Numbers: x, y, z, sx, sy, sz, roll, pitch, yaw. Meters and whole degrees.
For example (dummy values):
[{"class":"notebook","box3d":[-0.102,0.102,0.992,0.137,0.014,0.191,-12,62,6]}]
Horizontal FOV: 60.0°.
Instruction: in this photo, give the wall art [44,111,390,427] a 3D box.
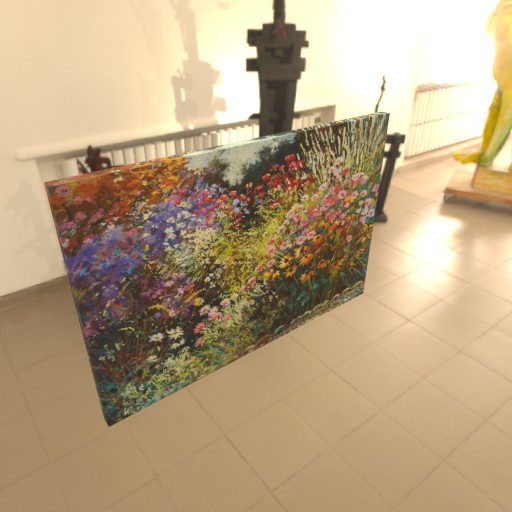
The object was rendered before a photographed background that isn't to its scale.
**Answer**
[{"class":"wall art","box3d":[0.000,0.000,1.441,1.136,0.760,0.042,-21,36,-32]}]
